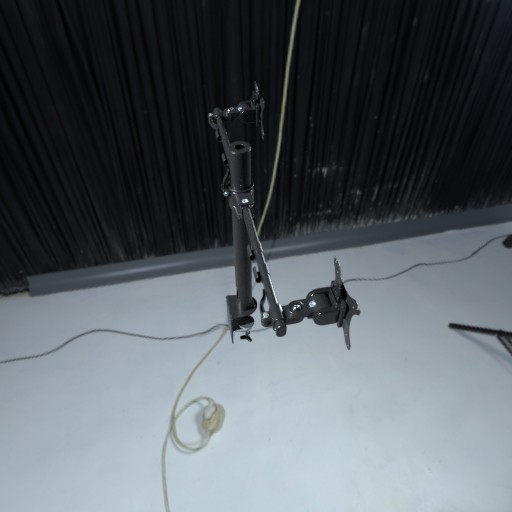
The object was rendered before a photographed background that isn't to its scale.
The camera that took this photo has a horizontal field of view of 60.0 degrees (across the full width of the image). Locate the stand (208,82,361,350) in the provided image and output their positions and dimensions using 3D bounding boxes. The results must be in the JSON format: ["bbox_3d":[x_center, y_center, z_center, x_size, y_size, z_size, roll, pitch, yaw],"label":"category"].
[{"bbox_3d":[0.000,0.000,1.052,0.150,0.603,0.743,-9,47,-8],"label":"stand"}]
